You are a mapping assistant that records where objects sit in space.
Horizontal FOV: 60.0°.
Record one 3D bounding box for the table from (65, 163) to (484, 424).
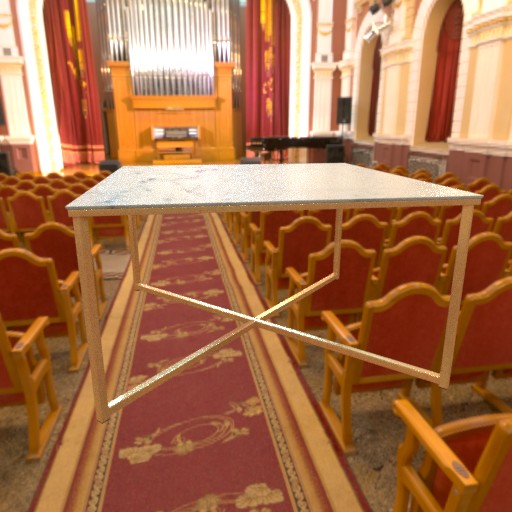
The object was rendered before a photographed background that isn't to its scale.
[{"bbox_3d":[0.000,0.000,1.272,0.800,0.450,0.800,-3,17,-9],"label":"table"}]
